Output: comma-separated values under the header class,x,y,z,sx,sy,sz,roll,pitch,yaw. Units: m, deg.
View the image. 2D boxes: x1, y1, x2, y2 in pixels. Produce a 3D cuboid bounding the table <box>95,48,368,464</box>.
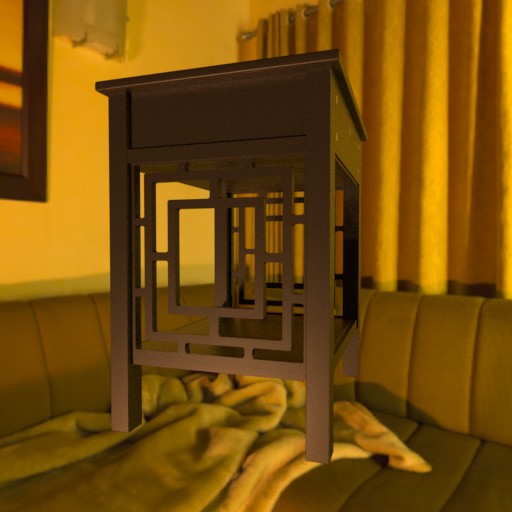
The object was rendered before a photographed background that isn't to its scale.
class,x,y,z,sx,sy,sz,roll,pitch,yaw
table,0.000,0.000,1.013,0.451,0.646,0.564,1,2,18
